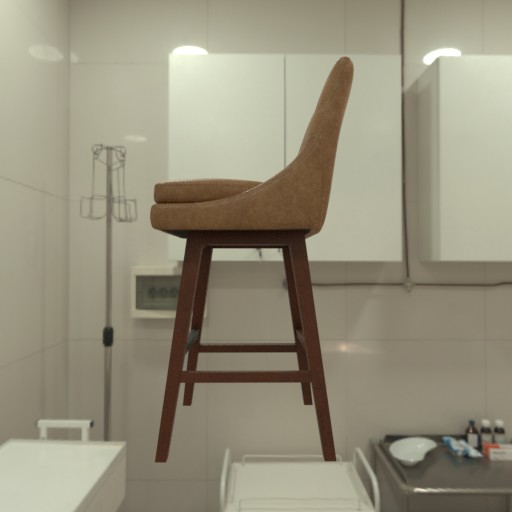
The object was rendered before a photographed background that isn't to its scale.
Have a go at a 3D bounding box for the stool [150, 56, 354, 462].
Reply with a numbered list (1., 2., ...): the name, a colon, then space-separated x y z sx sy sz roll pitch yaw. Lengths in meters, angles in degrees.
1. stool: 0.000 0.000 1.402 0.572 1.079 0.487 0 -1 0
